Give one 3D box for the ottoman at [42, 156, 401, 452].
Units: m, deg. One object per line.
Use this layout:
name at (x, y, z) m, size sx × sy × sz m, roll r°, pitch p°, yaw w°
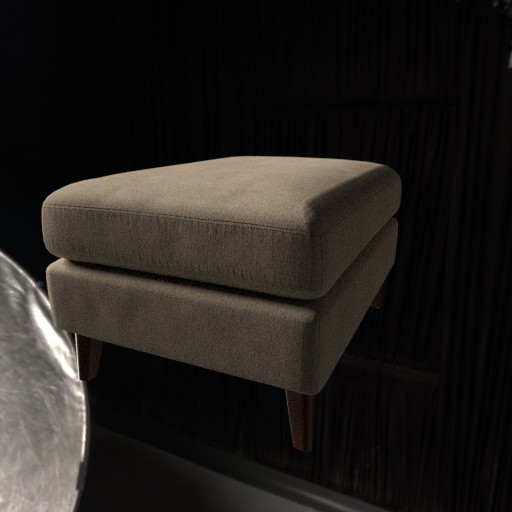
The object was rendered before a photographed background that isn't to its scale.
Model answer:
ottoman at (0.000, 0.000, 1.167) m, size 0.610 × 0.478 × 0.823 m, roll 8°, pitch 18°, yaw 24°
